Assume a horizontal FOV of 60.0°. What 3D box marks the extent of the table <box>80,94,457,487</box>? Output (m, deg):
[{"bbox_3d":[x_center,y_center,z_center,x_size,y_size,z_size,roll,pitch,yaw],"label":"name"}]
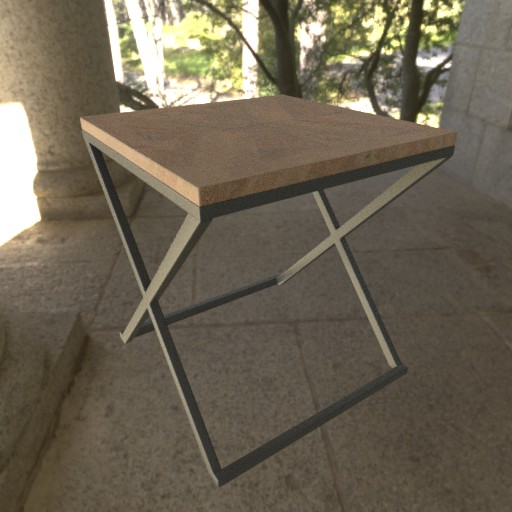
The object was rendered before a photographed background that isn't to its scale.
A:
[{"bbox_3d":[0.000,0.000,0.941,0.499,0.550,0.498,-18,33,-30],"label":"table"}]
